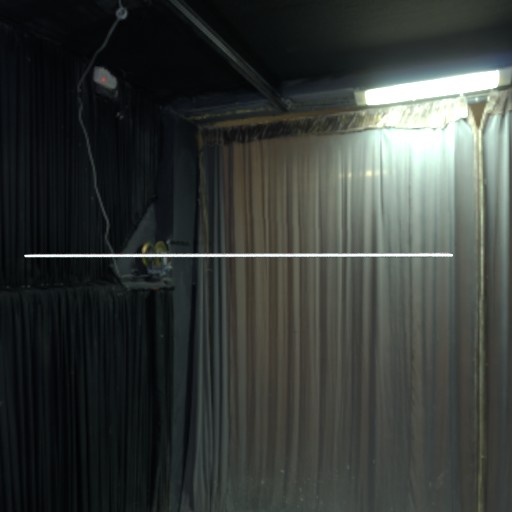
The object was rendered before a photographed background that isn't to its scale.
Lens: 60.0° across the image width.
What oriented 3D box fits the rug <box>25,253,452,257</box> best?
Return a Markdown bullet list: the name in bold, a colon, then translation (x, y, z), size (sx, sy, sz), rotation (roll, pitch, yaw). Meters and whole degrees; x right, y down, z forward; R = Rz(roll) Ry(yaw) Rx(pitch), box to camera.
- **rug**: translation (0.000, 0.000, 2.890), size (2.202, 0.014, 1.598), rotation (0, 0, 18)
